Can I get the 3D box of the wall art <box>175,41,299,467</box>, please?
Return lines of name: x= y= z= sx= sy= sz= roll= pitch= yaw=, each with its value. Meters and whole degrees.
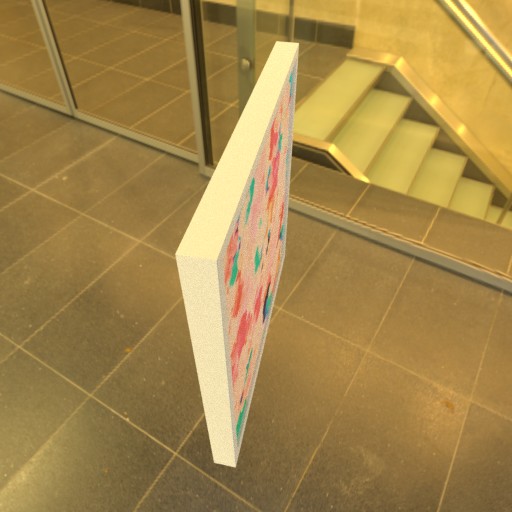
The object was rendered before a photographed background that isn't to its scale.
wall art: x=0.000 y=0.000 z=0.741 sx=0.038 sy=0.505 sz=0.506 roll=9 pitch=46 yaw=8
